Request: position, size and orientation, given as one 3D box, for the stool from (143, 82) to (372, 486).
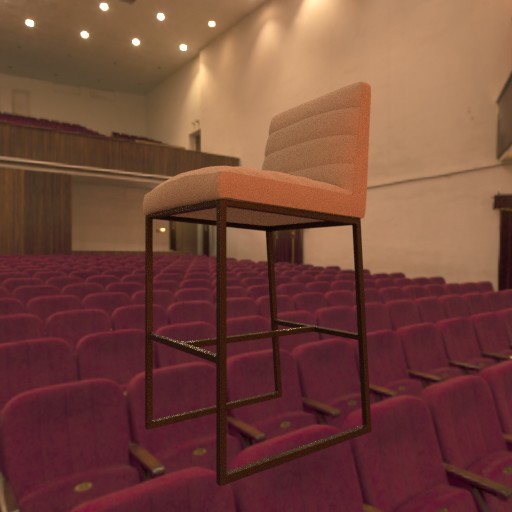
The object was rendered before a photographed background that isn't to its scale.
[{"bbox_3d":[0.000,0.000,1.353,0.573,1.061,0.464,0,0,-37],"label":"stool"}]
